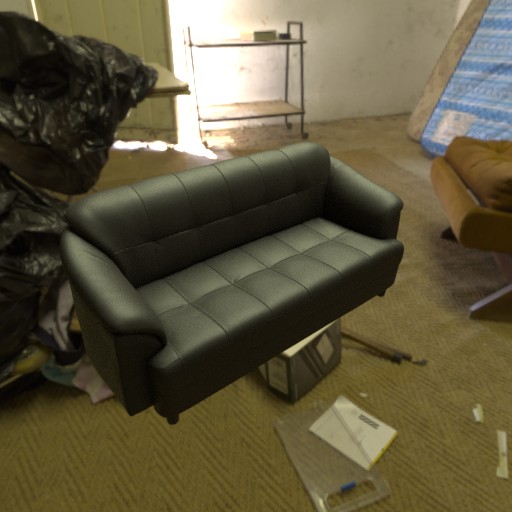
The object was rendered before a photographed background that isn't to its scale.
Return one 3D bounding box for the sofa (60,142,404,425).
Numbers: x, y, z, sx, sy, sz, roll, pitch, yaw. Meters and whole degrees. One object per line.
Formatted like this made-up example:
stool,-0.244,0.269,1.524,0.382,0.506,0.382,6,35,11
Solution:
sofa,0.000,0.000,2.319,1.829,0.811,0.800,-23,37,-34
